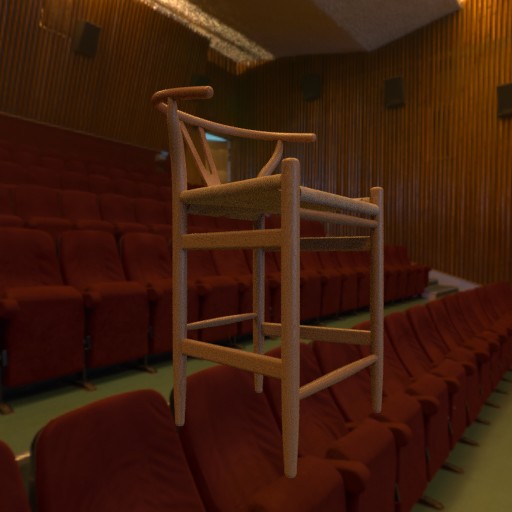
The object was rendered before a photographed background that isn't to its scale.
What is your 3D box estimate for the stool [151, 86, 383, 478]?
[{"bbox_3d":[0.000,0.000,1.284,0.575,0.923,0.536,0,0,37],"label":"stool"}]
